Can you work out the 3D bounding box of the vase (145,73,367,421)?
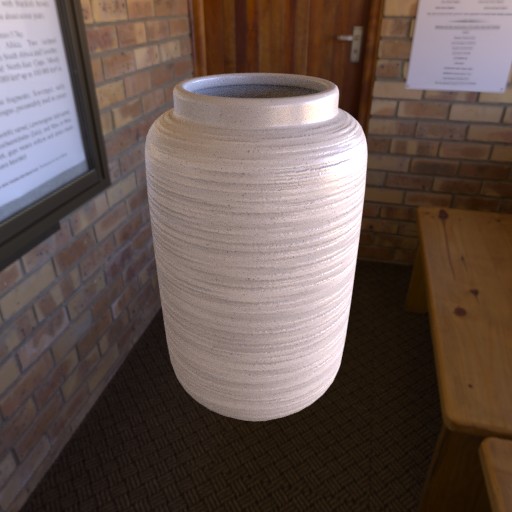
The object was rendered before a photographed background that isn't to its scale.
[{"bbox_3d":[0.000,0.000,0.458,0.202,0.335,0.202,0,30,0],"label":"vase"}]
